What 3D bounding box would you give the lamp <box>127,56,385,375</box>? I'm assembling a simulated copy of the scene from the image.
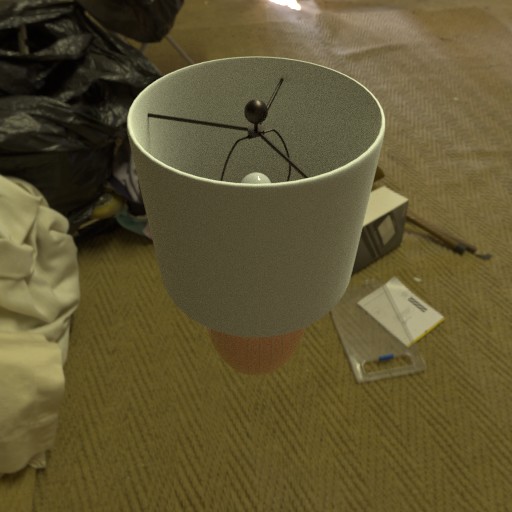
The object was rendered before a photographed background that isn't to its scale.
[{"bbox_3d":[0.000,0.000,0.768,0.329,0.570,0.329,0,46,0],"label":"lamp"}]
